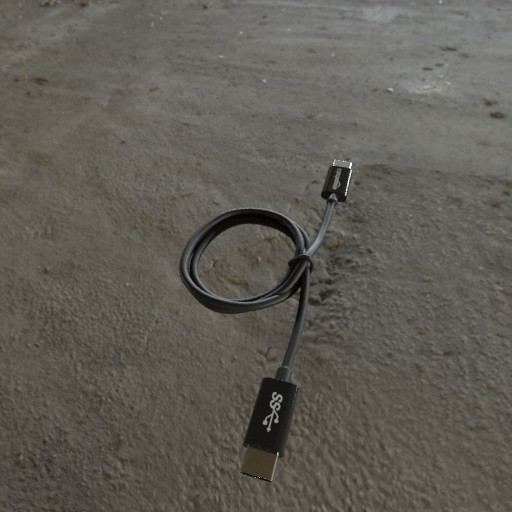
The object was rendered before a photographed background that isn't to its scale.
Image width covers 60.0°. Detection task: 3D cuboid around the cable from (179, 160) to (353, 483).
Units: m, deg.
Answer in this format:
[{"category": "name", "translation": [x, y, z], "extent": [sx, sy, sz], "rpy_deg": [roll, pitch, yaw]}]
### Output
[{"category": "cable", "translation": [0.000, 0.000, 0.209], "extent": [0.070, 0.014, 0.186], "rpy_deg": [12, 47, 11]}]
